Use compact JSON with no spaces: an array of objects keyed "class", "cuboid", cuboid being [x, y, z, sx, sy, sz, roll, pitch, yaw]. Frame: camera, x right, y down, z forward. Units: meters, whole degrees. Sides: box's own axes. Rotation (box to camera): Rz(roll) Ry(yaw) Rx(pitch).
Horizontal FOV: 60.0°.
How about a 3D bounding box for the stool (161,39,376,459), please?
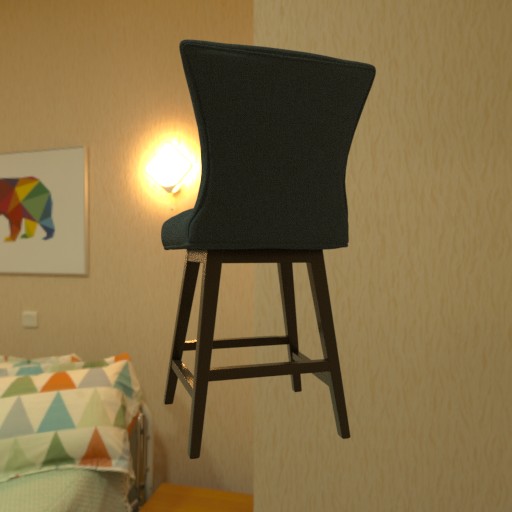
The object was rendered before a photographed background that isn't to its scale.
[{"class":"stool","cuboid":[0.000,0.000,1.311,0.514,1.000,0.574,0,1,-16]}]
